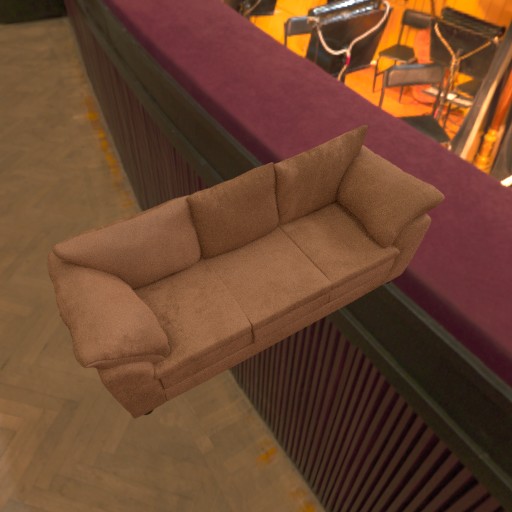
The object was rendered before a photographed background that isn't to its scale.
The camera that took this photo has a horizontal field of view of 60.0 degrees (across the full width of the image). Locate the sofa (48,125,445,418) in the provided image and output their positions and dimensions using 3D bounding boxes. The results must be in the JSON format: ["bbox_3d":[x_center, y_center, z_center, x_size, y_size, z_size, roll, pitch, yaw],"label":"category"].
[{"bbox_3d":[0.000,0.000,2.866,2.377,0.981,0.893,-24,50,-22],"label":"sofa"}]
